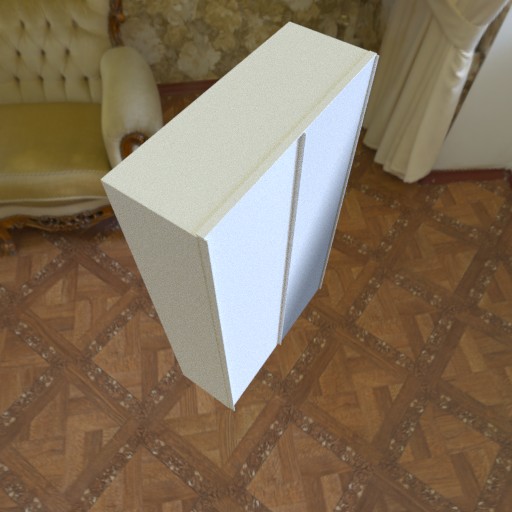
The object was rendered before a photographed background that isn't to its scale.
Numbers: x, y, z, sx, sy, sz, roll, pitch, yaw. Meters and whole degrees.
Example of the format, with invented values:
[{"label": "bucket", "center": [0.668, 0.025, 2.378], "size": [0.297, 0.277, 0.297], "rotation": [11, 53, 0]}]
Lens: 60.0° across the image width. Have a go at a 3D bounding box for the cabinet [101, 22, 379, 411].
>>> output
[{"label": "cabinet", "center": [0.000, 0.000, 2.681], "size": [0.480, 2.160, 1.250], "rotation": [30, 62, 18]}]
